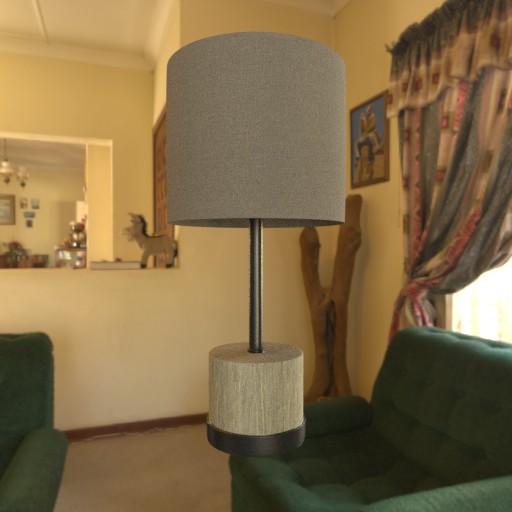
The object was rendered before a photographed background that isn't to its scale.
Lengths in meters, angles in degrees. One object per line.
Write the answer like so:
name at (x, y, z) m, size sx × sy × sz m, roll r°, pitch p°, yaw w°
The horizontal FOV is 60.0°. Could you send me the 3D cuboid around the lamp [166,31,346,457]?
lamp at (0.000, 0.000, 0.577) m, size 0.229 × 0.470 × 0.229 m, roll -1°, pitch 1°, yaw -36°
